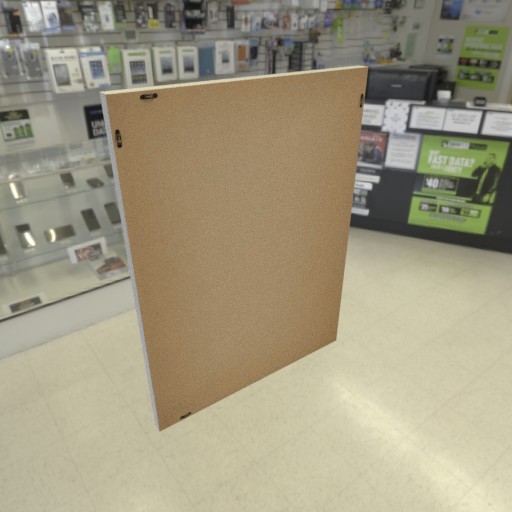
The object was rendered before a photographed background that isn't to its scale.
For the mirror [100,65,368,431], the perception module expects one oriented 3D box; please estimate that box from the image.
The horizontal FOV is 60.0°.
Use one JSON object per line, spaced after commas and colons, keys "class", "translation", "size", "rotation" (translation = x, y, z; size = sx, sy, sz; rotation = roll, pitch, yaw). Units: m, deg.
{"class": "mirror", "translation": [0.000, 0.000, 1.346], "size": [0.762, 1.016, 0.040], "rotation": [-19, 35, -30]}
